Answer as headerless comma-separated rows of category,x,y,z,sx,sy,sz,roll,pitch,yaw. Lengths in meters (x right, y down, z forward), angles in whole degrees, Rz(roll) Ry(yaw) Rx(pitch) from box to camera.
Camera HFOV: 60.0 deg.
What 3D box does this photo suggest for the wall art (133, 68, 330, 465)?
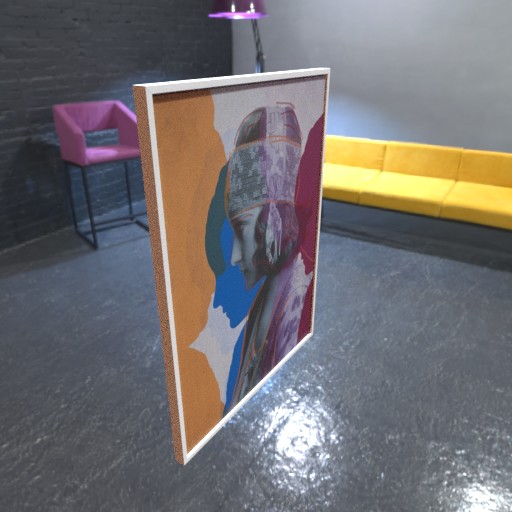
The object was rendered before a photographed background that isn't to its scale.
wall art,0.000,0.000,1.384,0.039,1.050,0.795,17,30,31
